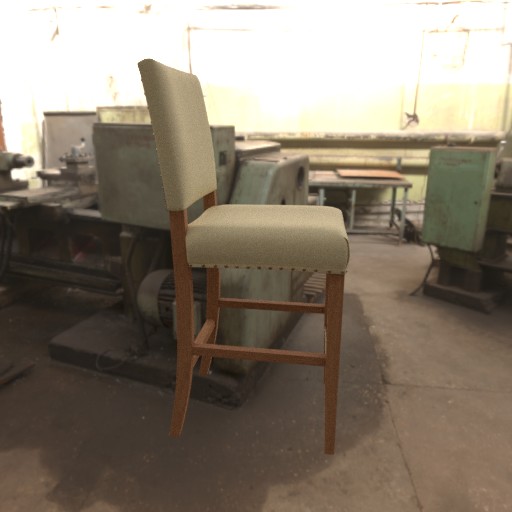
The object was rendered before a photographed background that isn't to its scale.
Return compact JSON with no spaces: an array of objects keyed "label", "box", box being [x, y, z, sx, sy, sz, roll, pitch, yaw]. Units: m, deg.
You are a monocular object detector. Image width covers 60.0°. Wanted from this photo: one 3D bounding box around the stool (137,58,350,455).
[{"label":"stool","box":[0.000,0.000,1.474,0.584,1.168,0.445,2,17,8]}]
